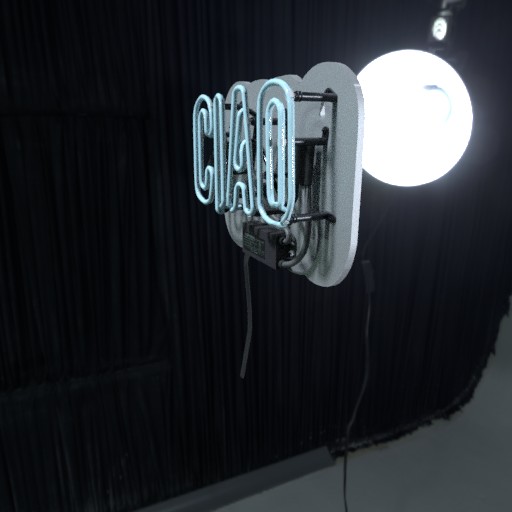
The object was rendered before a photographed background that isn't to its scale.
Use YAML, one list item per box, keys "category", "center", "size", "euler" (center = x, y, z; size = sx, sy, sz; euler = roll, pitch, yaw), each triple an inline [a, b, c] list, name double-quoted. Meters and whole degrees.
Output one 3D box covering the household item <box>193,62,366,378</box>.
- category: "household item"
  center: [0.000, 0.000, 0.381]
  size: [0.042, 0.294, 0.211]
  euler: [-8, 18, -26]
